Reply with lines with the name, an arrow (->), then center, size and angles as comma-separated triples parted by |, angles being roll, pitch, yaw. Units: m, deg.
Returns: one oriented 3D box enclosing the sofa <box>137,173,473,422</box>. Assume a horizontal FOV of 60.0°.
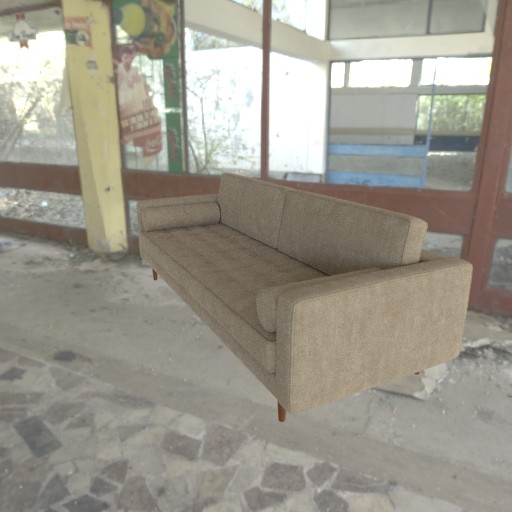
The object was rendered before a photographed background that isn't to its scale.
sofa -> 0.000, 0.000, 2.612 | 0.919, 0.770, 2.200 | -9, 19, -26
